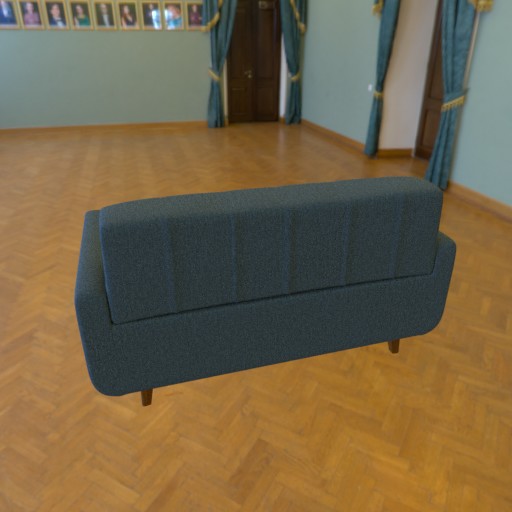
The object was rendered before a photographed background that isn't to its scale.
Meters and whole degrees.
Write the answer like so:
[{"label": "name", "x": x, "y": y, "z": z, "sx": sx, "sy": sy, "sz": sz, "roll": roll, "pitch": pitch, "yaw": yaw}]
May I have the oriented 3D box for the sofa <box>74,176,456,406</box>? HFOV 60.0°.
[{"label": "sofa", "x": 0.000, "y": 0.000, "z": 2.257, "sx": 1.651, "sy": 0.896, "sz": 0.942, "roll": -8, "pitch": 27, "yaw": -15}]
